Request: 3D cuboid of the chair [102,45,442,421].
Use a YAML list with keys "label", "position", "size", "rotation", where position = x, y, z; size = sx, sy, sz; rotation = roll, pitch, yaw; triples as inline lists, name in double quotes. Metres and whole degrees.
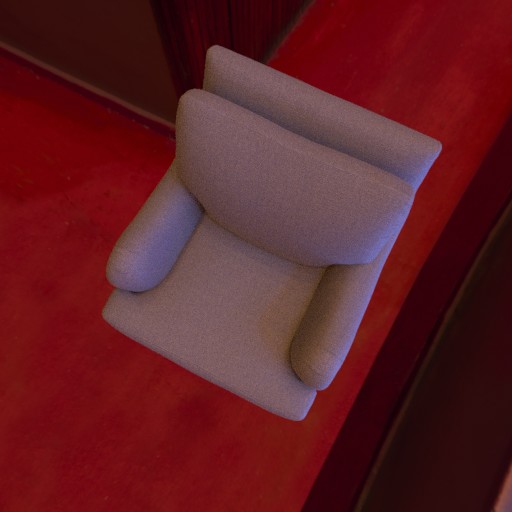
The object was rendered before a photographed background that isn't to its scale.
- label: "chair"
  position: [0.000, 0.000, 1.852]
  size: [0.955, 1.038, 1.070]
  rotation: [26, 77, 6]
